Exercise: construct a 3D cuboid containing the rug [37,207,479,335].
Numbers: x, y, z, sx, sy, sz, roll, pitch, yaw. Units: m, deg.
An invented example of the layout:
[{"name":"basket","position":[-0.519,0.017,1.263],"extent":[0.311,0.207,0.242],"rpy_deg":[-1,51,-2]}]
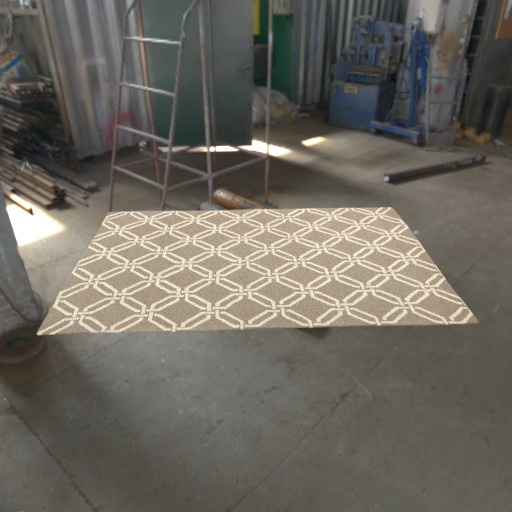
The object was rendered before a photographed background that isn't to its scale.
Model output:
[{"name":"rug","position":[0.000,0.000,2.219],"extent":[1.748,0.010,1.142],"rpy_deg":[-1,30,-2]}]
